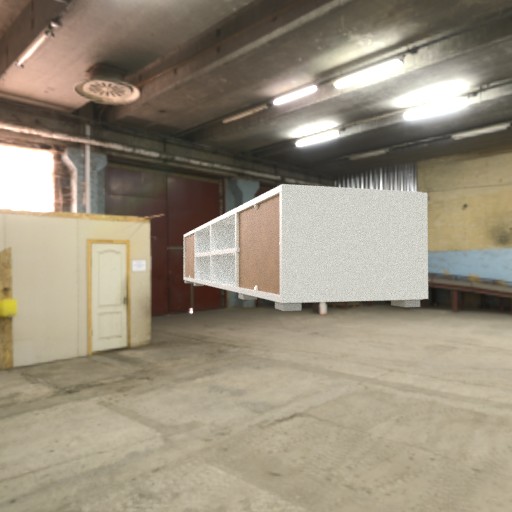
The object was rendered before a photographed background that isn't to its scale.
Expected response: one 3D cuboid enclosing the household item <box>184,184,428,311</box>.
[{"bbox_3d":[0.000,0.000,2.025,0.420,0.310,1.850,0,-1,-17],"label":"household item"}]
